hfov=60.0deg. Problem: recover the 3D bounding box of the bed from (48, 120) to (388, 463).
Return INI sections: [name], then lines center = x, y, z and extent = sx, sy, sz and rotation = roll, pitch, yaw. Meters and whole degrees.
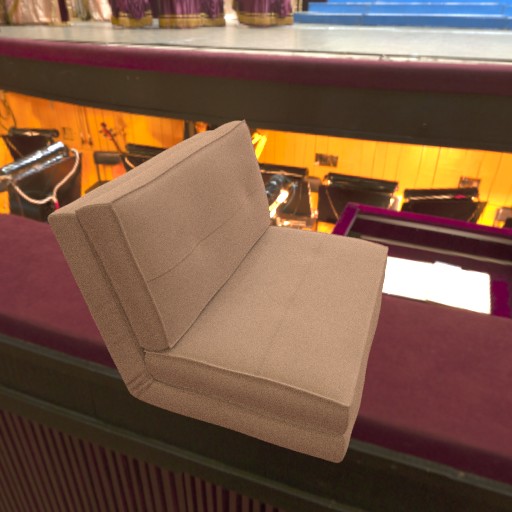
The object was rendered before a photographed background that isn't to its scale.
[bed]
center = 0.000, 0.000, 1.329
extent = 0.749, 0.614, 0.799
rotation = 11, 32, 18
